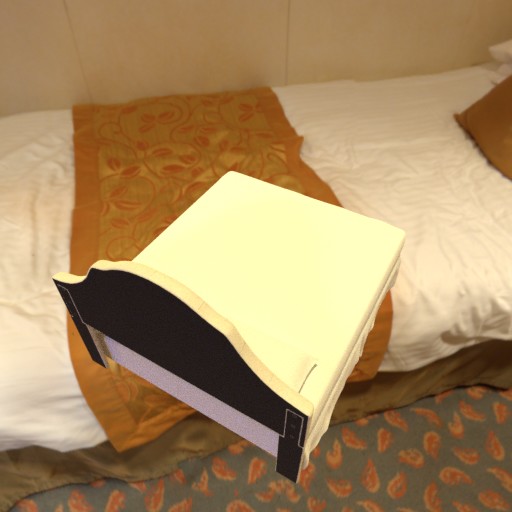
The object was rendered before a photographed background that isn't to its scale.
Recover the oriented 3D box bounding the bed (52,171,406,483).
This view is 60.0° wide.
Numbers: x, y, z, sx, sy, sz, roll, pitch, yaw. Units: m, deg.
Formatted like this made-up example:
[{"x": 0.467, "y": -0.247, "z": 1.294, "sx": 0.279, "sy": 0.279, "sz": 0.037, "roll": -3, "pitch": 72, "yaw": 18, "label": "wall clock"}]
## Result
[{"x": 0.000, "y": 0.000, "z": 3.541, "sx": 2.008, "sy": 1.615, "sz": 2.214, "roll": 23, "pitch": 50, "yaw": 21, "label": "bed"}]
